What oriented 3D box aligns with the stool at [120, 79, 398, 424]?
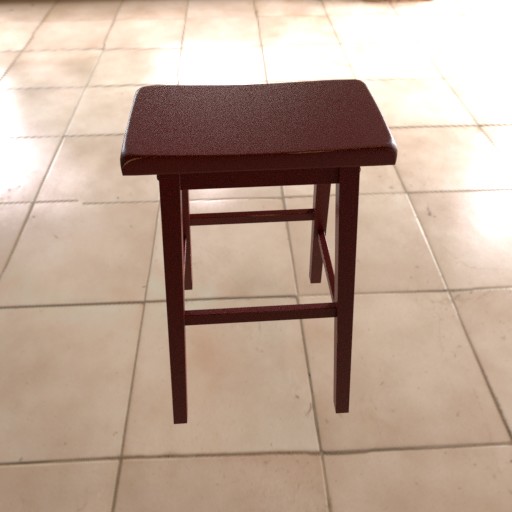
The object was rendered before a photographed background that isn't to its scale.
[{"bbox_3d":[0.000,0.000,1.048,0.457,0.737,0.476,-3,47,-3],"label":"stool"}]
